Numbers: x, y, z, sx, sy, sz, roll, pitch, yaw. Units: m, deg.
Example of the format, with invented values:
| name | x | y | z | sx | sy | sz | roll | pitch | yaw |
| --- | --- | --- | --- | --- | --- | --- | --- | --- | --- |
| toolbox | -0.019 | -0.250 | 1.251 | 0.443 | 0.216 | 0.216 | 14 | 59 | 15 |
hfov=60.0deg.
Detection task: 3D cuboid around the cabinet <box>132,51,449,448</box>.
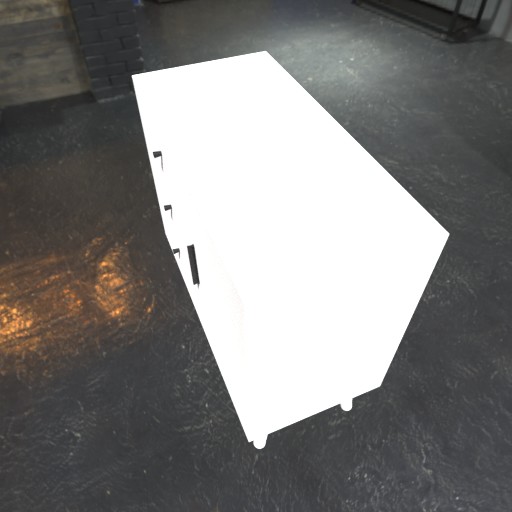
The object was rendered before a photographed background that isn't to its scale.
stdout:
| name | x | y | z | sx | sy | sz | roll | pitch | yaw |
| --- | --- | --- | --- | --- | --- | --- | --- | --- | --- |
| cabinet | 0.000 | 0.000 | 1.250 | 0.398 | 0.761 | 0.800 | -17 | 50 | -15 |
